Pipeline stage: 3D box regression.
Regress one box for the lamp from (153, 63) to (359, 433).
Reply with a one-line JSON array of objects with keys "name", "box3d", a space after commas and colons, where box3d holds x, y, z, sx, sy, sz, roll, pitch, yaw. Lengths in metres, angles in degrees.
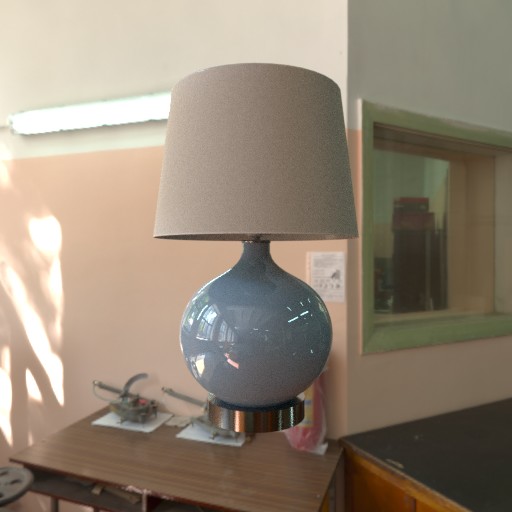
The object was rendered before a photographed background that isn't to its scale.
[{"name": "lamp", "box3d": [0.000, 0.000, 0.544, 0.247, 0.387, 0.247, 0, 0, 0]}]
